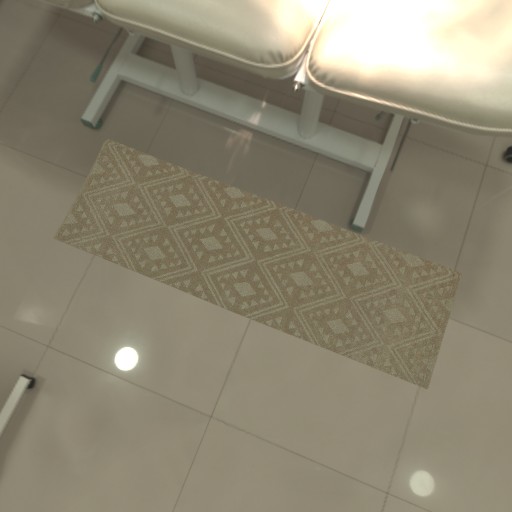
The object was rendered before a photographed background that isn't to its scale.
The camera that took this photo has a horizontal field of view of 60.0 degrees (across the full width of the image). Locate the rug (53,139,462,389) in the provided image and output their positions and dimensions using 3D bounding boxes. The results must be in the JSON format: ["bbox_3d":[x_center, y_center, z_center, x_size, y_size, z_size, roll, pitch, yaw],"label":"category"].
[{"bbox_3d":[0.000,0.000,2.770,2.452,0.051,0.752,21,77,5],"label":"rug"}]
